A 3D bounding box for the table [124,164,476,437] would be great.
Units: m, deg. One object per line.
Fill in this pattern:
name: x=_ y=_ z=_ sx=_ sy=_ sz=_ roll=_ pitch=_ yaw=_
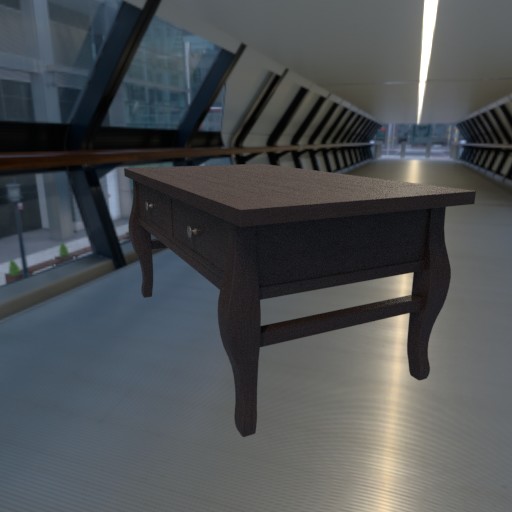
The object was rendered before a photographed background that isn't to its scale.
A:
table: x=0.000 y=0.000 z=1.398 sx=0.600 sy=0.494 sz=1.062 roll=-7 pitch=17 yaw=-25
